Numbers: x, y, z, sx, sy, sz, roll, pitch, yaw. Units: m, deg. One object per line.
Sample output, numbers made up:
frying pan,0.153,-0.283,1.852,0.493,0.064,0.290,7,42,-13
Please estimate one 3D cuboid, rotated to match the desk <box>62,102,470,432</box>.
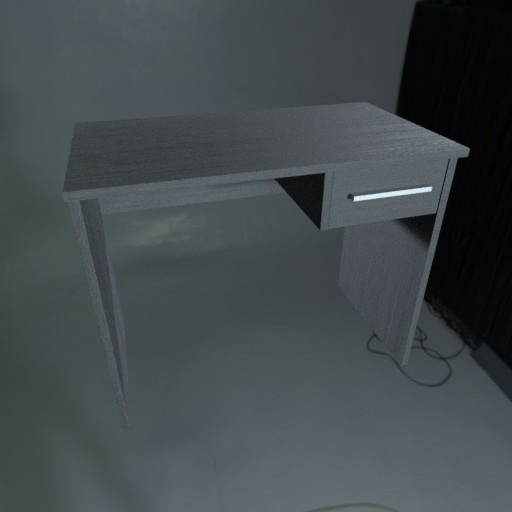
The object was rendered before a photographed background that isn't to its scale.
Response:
desk,0.000,0.000,1.317,0.893,0.724,0.498,-9,33,-14
